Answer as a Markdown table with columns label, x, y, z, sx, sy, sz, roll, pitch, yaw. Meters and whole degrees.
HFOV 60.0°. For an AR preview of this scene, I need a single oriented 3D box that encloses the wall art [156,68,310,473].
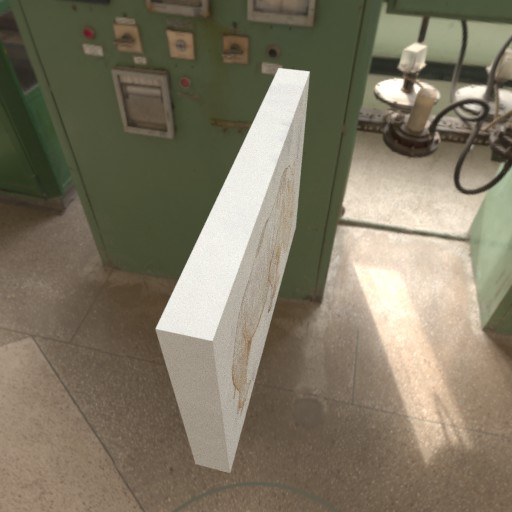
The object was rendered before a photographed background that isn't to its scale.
| label | x | y | z | sx | sy | sz | roll | pitch | yaw |
| --- | --- | --- | --- | --- | --- | --- | --- | --- | --- |
| wall art | 0.000 | 0.000 | 0.496 | 0.038 | 0.254 | 0.381 | 10 | 48 | 9 |
